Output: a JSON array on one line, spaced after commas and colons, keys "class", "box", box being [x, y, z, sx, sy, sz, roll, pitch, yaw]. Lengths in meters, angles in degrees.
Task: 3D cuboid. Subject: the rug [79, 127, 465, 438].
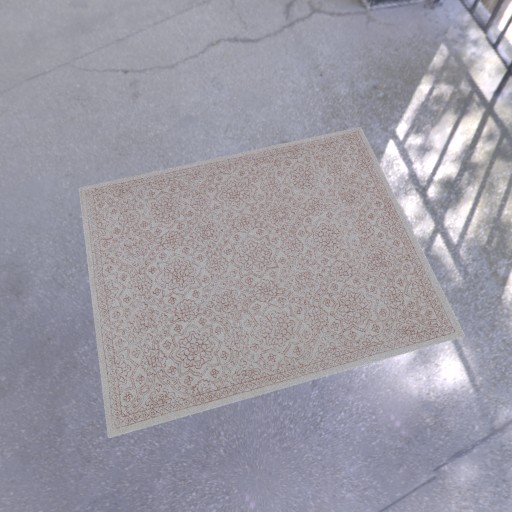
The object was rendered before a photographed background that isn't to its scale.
[{"class": "rug", "box": [0.000, 0.000, 4.146, 3.050, 0.015, 2.441, -14, 64, -7]}]
